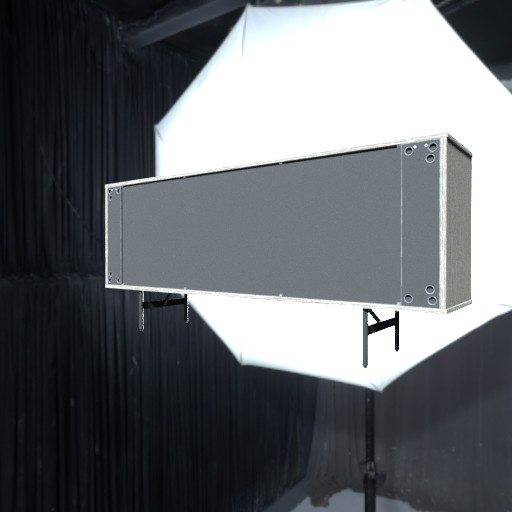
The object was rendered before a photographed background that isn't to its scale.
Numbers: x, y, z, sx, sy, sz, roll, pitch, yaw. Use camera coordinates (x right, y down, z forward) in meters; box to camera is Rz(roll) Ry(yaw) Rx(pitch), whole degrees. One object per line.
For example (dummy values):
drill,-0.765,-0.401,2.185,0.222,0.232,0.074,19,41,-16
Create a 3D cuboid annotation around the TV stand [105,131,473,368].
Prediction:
TV stand,0.000,0.000,2.089,1.804,0.787,0.405,0,1,37
